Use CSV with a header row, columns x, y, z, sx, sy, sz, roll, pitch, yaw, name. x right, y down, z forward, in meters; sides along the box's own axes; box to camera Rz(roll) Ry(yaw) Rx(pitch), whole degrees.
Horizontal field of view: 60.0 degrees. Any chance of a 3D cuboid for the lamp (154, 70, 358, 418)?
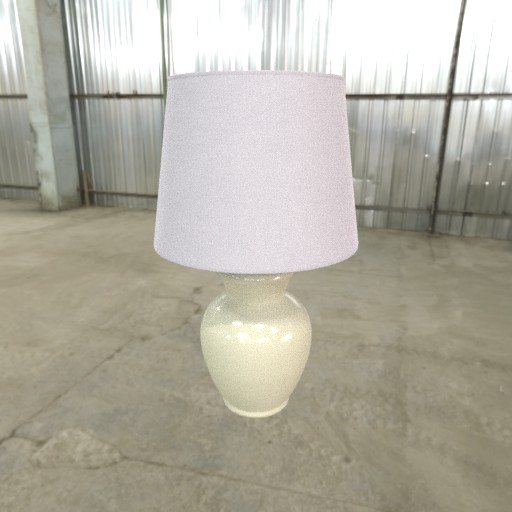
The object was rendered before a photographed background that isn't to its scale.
x,y,z,sx,sy,sz,roll,pitch,yaw,name
0.000,0.000,0.537,0.239,0.399,0.239,0,17,0,lamp
